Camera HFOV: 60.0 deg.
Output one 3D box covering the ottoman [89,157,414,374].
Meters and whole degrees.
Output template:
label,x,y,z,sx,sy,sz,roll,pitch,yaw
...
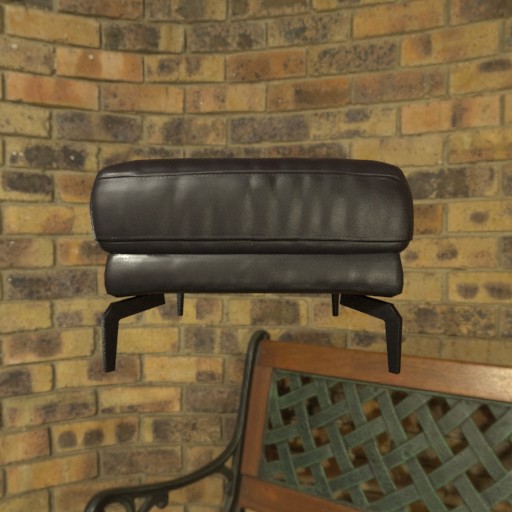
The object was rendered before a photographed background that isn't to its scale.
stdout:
label,x,y,z,sx,sy,sz,roll,pitch,yaw
ottoman,0.000,0.000,1.111,0.570,0.402,0.764,0,1,1
